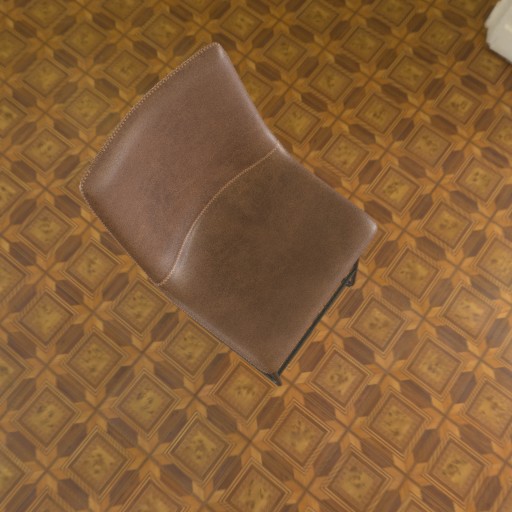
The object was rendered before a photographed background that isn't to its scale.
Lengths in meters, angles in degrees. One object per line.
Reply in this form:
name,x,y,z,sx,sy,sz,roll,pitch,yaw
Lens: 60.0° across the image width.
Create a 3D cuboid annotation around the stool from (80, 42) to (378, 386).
stool,0.000,0.000,1.176,0.550,0.890,0.460,37,78,9
